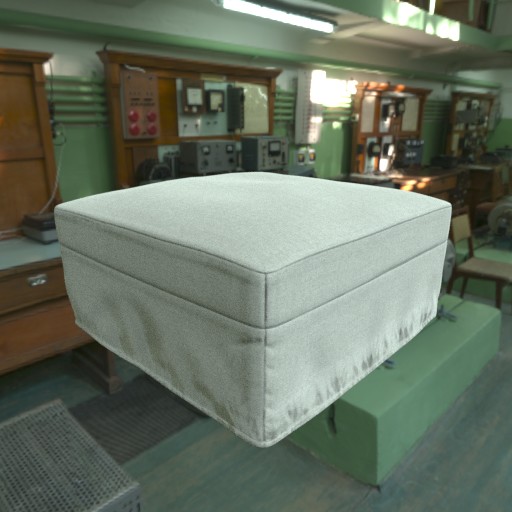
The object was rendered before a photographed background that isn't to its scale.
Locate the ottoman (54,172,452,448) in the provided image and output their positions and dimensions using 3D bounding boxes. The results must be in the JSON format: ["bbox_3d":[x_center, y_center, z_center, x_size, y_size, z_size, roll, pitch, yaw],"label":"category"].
[{"bbox_3d":[0.000,0.000,1.324,0.840,0.436,0.843,16,24,41],"label":"ottoman"}]
